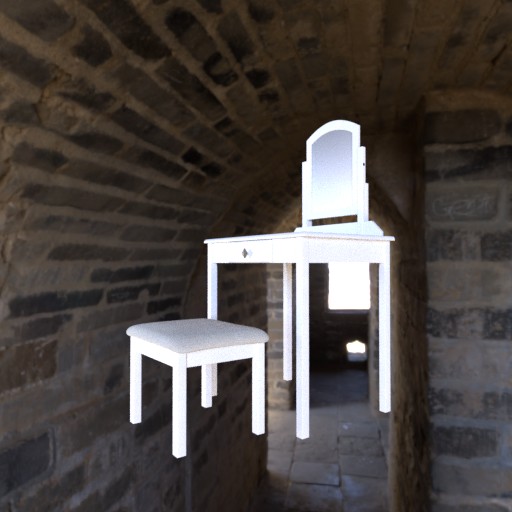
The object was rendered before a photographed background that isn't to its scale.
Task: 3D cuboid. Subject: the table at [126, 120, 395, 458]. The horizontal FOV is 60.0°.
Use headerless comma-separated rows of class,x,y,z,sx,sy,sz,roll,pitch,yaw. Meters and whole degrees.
table,0.000,0.000,2.328,1.211,1.631,0.876,1,-1,-37
